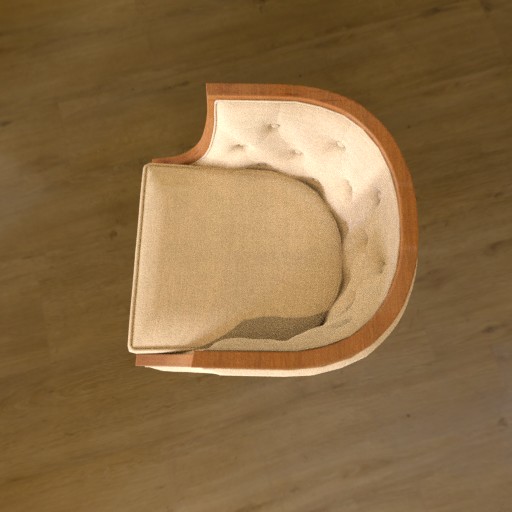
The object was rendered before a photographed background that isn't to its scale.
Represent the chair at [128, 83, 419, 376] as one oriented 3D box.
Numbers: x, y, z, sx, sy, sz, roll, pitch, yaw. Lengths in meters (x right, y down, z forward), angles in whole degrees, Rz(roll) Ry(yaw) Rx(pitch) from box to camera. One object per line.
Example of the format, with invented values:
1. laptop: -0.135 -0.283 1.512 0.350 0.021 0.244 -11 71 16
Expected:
1. chair: 0.000 0.000 1.382 0.757 0.775 0.711 1 76 0
